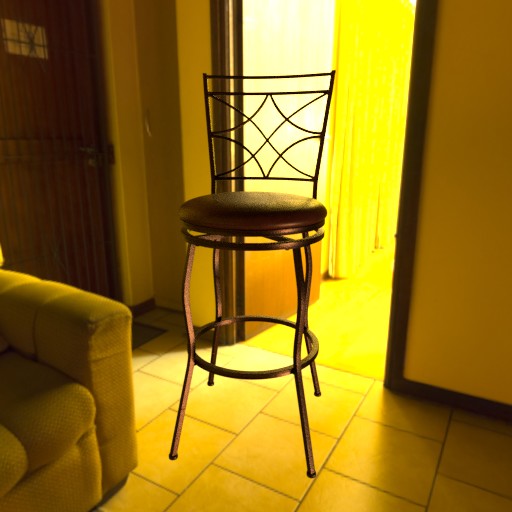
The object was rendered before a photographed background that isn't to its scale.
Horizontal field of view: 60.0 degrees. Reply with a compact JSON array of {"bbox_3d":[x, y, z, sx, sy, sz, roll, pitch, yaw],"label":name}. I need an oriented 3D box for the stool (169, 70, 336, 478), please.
[{"bbox_3d":[0.000,0.000,1.371,0.434,1.117,0.534,3,15,10],"label":"stool"}]
